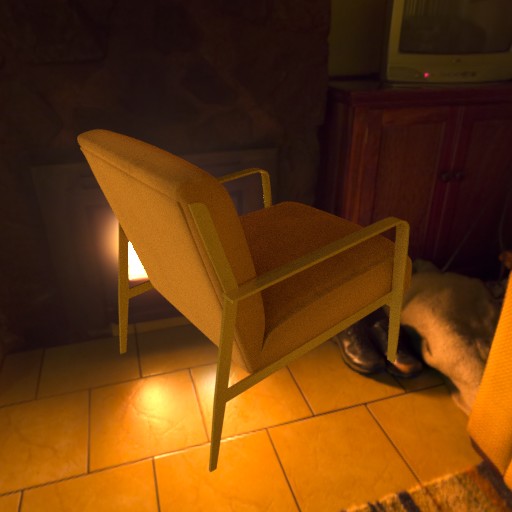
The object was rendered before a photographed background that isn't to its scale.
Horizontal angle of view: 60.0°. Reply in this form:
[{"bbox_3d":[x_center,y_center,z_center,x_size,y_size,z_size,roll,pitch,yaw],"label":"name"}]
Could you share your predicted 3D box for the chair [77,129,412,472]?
[{"bbox_3d":[0.000,0.000,1.457,0.848,0.823,0.701,-19,32,-33],"label":"chair"}]
